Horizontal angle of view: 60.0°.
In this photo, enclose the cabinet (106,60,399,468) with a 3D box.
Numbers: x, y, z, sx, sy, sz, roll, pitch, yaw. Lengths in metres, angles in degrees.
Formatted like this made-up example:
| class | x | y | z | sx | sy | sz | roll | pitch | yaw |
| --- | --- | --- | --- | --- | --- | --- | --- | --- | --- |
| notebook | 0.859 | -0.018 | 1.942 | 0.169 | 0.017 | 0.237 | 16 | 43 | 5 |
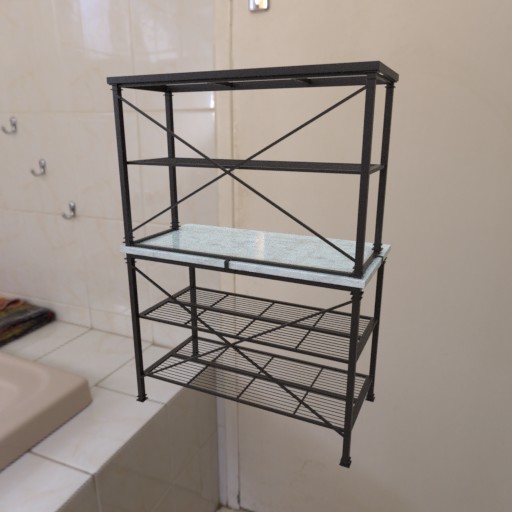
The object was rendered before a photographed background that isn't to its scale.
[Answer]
| class | x | y | z | sx | sy | sz | roll | pitch | yaw |
| --- | --- | --- | --- | --- | --- | --- | --- | --- | --- |
| cabinet | 0.000 | 0.000 | 2.209 | 1.210 | 1.659 | 0.610 | 8 | 18 | 24 |
